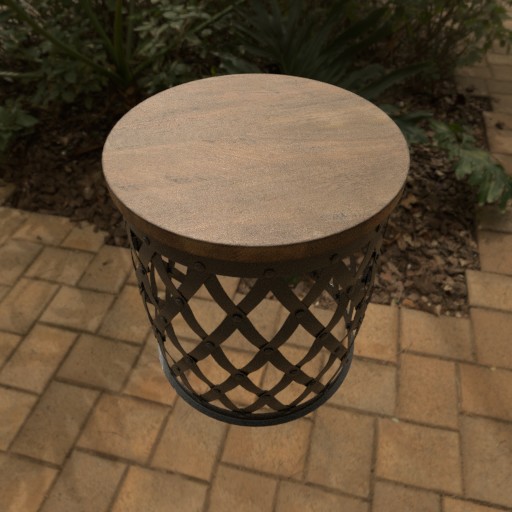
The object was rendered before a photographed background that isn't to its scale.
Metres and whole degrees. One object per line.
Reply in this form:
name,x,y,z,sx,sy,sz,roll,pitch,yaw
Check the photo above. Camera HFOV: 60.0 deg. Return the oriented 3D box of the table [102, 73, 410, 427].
table,0.000,0.000,0.760,0.405,0.454,0.405,0,47,0
